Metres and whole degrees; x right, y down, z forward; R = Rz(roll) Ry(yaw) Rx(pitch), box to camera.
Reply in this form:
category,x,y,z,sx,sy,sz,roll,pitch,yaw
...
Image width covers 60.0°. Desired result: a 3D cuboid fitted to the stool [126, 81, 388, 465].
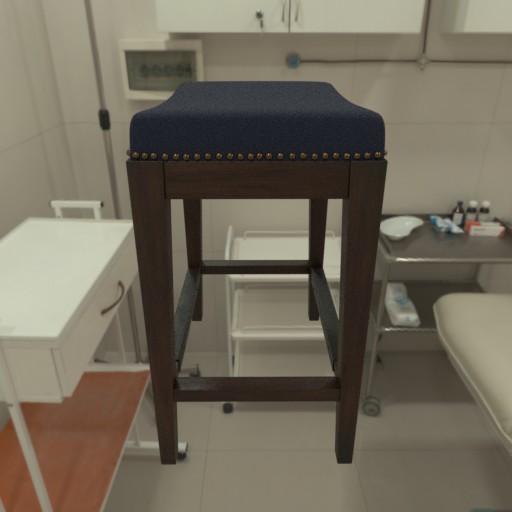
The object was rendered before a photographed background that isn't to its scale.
category,x,y,z,sx,sy,sz,roll,pitch,yaw
stool,0.000,0.000,0.920,0.361,0.642,0.500,0,26,0
